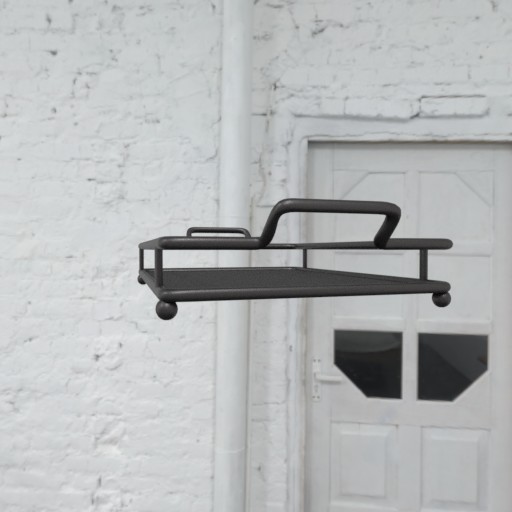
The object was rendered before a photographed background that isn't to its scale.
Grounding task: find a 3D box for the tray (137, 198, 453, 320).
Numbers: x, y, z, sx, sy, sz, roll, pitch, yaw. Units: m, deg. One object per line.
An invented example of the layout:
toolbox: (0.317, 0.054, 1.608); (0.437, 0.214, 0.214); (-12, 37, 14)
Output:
tray: (0.000, 0.000, 0.602); (0.297, 0.101, 0.495); (0, 1, -17)
